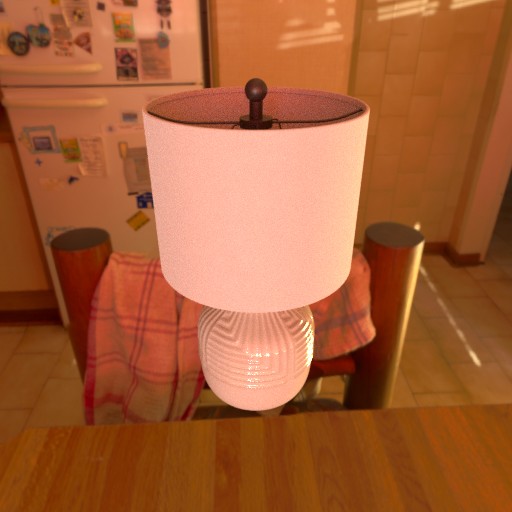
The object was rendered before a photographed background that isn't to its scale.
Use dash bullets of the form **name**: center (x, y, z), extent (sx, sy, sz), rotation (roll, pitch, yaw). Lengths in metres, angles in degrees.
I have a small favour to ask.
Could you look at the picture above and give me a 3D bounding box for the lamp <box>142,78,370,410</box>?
- **lamp**: center (0.000, 0.000, 0.755), extent (0.318, 0.567, 0.318), rotation (0, 29, 0)
